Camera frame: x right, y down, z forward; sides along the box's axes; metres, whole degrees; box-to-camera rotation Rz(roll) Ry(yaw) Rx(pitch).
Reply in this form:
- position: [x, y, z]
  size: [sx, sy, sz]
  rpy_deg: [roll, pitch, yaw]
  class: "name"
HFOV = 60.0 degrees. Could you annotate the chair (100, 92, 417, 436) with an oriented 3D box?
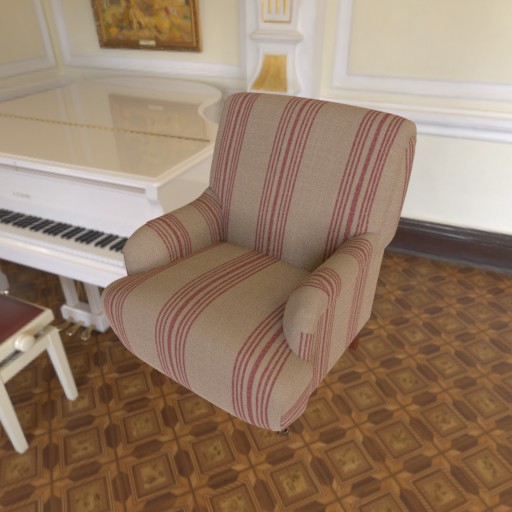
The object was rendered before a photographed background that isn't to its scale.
- position: [0.000, 0.000, 1.858]
  size: [0.933, 1.123, 1.058]
  rpy_deg: [20, 37, 29]
  class: "chair"
